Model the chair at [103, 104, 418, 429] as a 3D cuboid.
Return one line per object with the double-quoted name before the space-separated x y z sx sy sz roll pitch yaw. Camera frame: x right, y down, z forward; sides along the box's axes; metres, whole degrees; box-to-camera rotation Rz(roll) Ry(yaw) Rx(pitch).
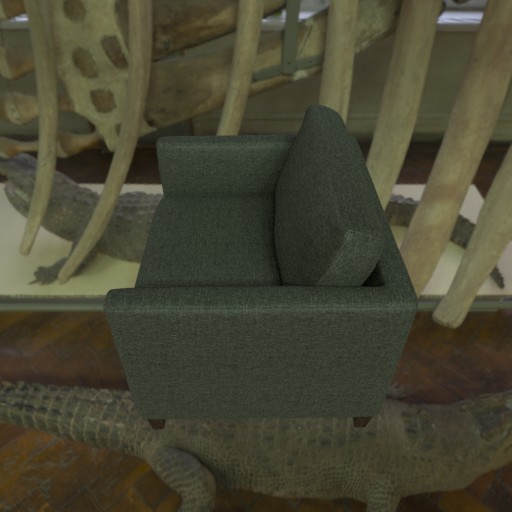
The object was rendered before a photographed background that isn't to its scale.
"chair" 0.000 0.000 1.846 0.959 0.963 1.107 0 42 -1
